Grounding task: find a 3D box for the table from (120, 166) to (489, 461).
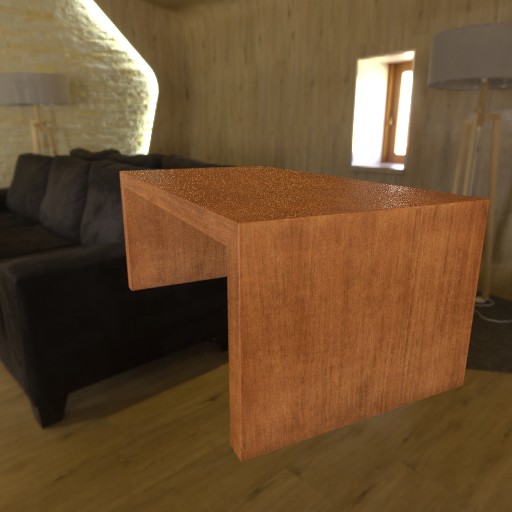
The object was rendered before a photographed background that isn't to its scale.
[{"bbox_3d":[0.000,0.000,1.256,0.549,0.419,1.000,-8,17,-25],"label":"table"}]
